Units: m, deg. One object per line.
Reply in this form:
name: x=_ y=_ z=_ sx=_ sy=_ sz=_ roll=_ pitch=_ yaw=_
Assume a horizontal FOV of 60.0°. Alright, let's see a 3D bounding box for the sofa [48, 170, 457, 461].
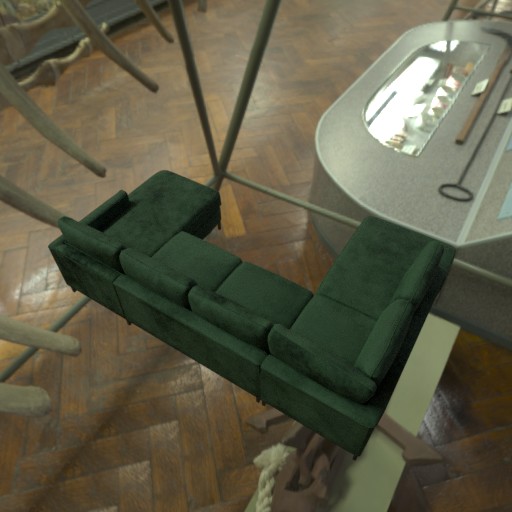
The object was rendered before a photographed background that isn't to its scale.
sofa: x=0.000 y=0.000 z=3.907 sx=2.994 sy=0.861 sz=1.992 roll=25 pitch=52 yaw=21
